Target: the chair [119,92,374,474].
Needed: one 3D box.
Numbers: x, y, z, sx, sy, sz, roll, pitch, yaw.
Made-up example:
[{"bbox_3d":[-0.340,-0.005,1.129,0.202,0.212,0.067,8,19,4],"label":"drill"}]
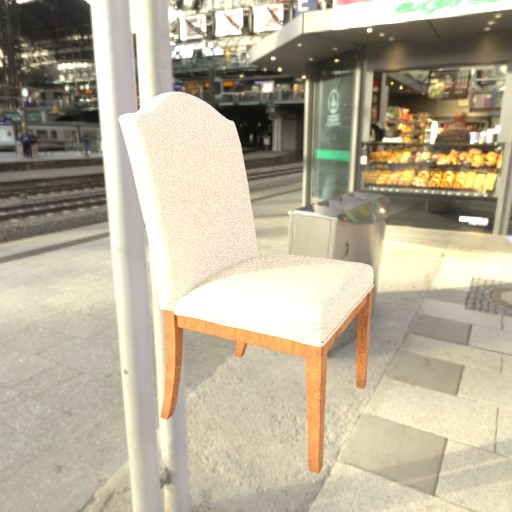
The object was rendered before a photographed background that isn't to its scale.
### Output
[{"bbox_3d":[0.000,0.000,1.417,0.648,1.012,0.534,8,17,27],"label":"chair"}]
